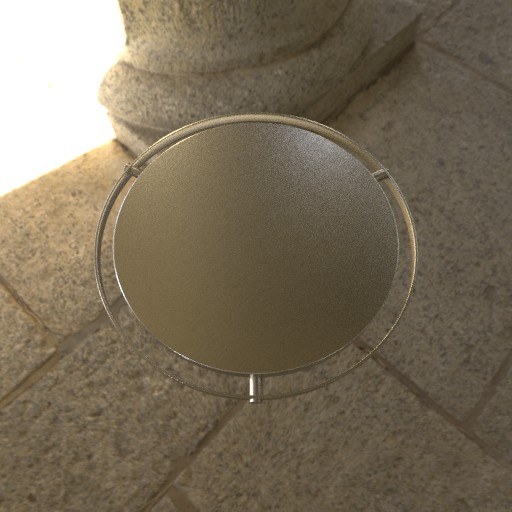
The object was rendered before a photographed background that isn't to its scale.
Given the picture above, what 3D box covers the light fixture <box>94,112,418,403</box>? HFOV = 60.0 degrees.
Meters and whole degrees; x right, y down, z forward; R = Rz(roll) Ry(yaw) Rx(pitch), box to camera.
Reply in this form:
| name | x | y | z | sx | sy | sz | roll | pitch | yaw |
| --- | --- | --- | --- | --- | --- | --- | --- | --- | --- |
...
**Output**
| name | x | y | z | sx | sy | sz | roll | pitch | yaw |
| --- | --- | --- | --- | --- | --- | --- | --- | --- | --- |
| light fixture | 0.000 | 0.000 | 0.553 | 0.361 | 0.130 | 0.361 | 0 | 64 | 0 |
